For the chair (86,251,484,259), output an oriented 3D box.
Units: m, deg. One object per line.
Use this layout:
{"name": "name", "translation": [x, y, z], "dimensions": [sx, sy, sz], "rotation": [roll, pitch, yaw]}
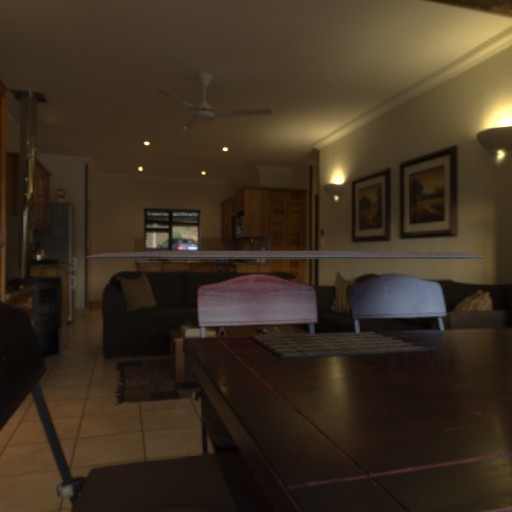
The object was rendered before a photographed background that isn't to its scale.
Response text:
{"name": "chair", "translation": [0.000, 0.000, 1.896], "dimensions": [1.219, 0.024, 1.372], "rotation": [0, 0, -36]}
